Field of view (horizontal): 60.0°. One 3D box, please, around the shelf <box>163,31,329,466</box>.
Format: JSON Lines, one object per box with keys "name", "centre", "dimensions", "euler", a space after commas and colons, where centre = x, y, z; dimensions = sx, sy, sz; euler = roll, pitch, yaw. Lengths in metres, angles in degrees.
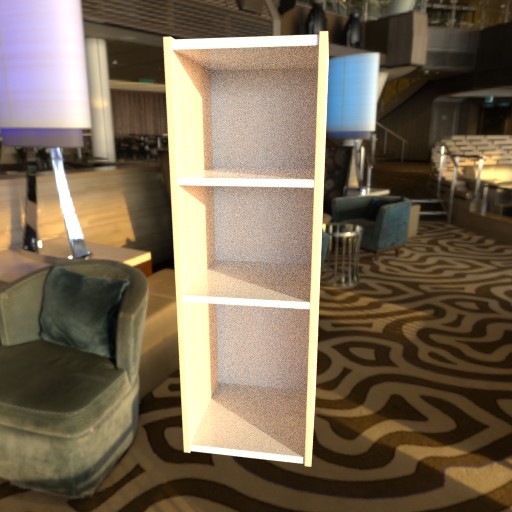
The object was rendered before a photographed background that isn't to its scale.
{"name": "shelf", "centre": [0.000, 0.000, 1.049], "dimensions": [0.300, 0.900, 0.290], "euler": [2, 15, 9]}
